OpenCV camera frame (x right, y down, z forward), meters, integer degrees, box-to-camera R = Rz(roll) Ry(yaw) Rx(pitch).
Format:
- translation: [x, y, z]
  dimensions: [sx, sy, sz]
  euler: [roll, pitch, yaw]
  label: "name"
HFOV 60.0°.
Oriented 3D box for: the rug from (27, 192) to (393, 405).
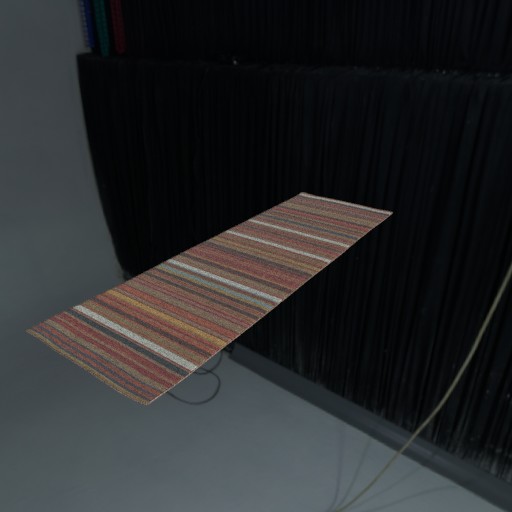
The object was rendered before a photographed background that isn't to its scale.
- translation: [0.000, 0.000, 2.665]
  dimensions: [0.799, 0.030, 2.444]
  euler: [18, 31, 32]
  label: "rug"
